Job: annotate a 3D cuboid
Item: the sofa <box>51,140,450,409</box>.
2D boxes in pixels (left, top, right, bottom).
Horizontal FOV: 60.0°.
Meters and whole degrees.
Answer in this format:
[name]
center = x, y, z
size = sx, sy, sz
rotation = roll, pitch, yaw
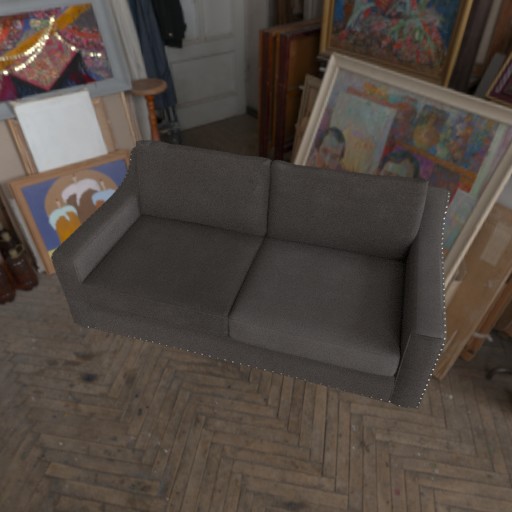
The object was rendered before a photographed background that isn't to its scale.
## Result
[sofa]
center = 0.000, 0.000, 3.267
size = 2.550, 1.196, 1.336
rotation = 11, 41, 13
